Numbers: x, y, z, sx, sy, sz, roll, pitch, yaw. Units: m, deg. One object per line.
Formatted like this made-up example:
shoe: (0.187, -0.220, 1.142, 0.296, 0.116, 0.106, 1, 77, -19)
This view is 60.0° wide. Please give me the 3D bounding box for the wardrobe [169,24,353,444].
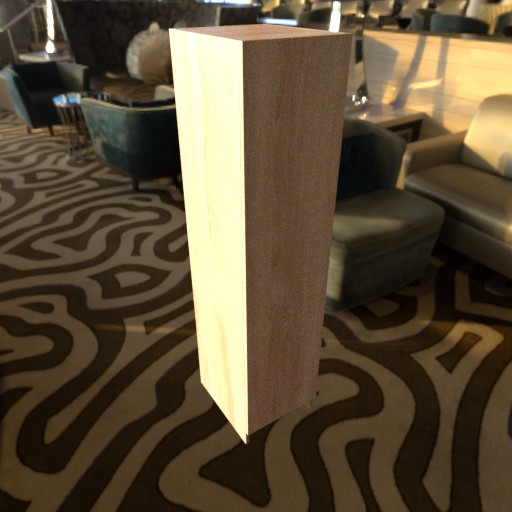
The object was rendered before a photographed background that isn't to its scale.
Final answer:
wardrobe: (0.000, 0.000, 2.331, 0.496, 2.117, 0.588, -19, 36, -28)
